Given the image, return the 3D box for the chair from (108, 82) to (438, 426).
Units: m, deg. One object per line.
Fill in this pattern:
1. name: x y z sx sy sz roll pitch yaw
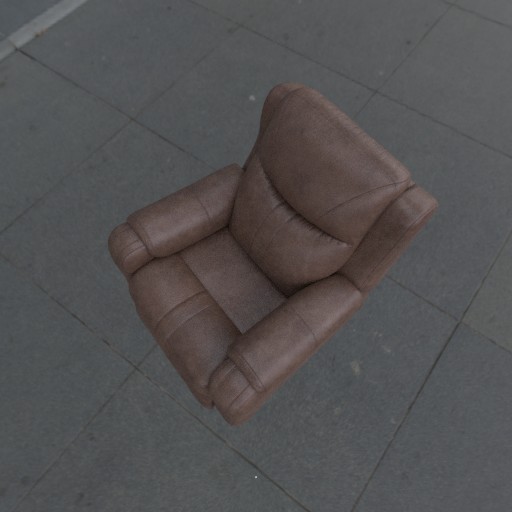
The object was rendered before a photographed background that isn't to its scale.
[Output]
1. chair: 0.000 0.000 1.869 1.067 0.990 0.940 -35 69 -16
